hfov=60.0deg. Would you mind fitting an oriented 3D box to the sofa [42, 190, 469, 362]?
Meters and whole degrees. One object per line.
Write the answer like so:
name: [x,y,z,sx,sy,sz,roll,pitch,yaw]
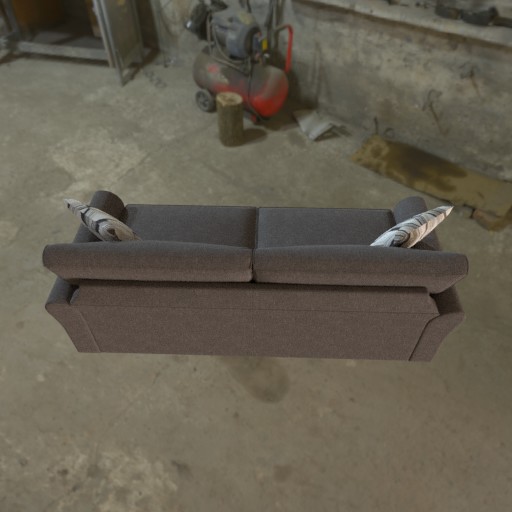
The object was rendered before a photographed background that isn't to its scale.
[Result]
sofa: [0.000,0.000,2.481,2.032,0.813,0.889,1,47,1]
